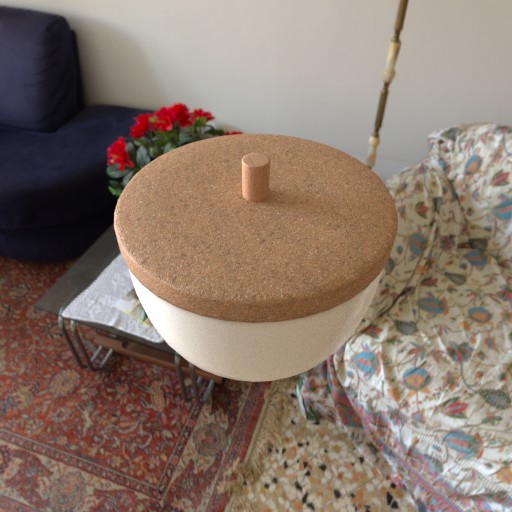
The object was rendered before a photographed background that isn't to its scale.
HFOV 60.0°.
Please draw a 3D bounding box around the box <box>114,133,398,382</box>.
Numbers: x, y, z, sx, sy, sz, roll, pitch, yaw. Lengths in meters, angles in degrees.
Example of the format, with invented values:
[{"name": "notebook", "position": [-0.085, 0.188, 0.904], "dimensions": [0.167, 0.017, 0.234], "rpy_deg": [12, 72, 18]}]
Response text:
[{"name": "box", "position": [0.000, 0.000, 0.191], "dimensions": [0.107, 0.094, 0.107], "rpy_deg": [0, 43, 0]}]
